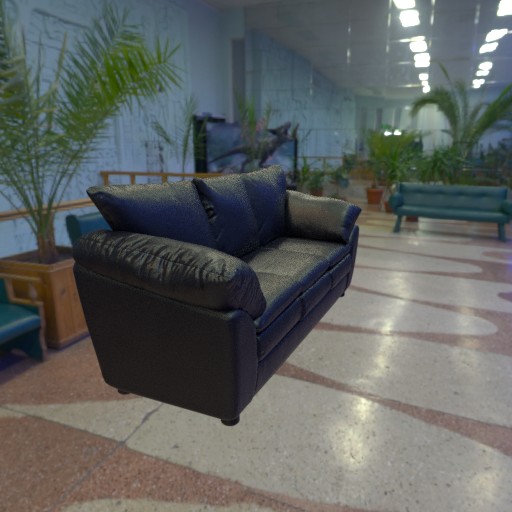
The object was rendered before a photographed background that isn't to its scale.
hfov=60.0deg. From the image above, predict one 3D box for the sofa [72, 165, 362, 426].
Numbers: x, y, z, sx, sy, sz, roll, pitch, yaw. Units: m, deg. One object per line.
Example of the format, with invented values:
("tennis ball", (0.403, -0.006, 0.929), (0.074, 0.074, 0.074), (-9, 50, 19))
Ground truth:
("sofa", (0.000, 0.000, 2.890), (0.880, 1.073, 2.336), (7, 16, 24))
